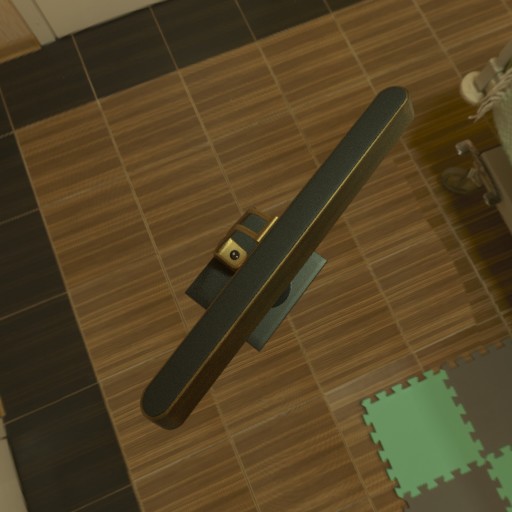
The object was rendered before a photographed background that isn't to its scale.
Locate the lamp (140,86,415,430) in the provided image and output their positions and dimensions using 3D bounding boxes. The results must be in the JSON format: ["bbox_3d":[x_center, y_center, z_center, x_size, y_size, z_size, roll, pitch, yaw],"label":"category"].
[{"bbox_3d":[0.000,0.000,0.583,0.156,0.345,0.412,37,79,8],"label":"lamp"}]
